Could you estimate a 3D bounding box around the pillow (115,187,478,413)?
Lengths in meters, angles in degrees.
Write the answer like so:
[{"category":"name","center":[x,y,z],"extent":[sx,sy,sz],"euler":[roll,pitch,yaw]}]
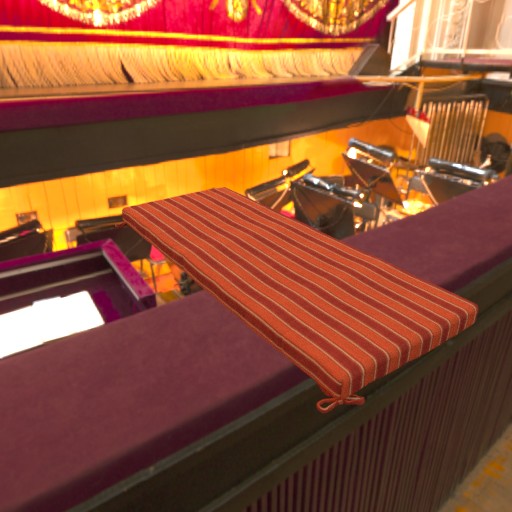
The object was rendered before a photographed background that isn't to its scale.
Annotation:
[{"category":"pillow","center":[0.000,0.000,1.344],"extent":[0.492,0.081,1.187],"euler":[-17,31,-31]}]
